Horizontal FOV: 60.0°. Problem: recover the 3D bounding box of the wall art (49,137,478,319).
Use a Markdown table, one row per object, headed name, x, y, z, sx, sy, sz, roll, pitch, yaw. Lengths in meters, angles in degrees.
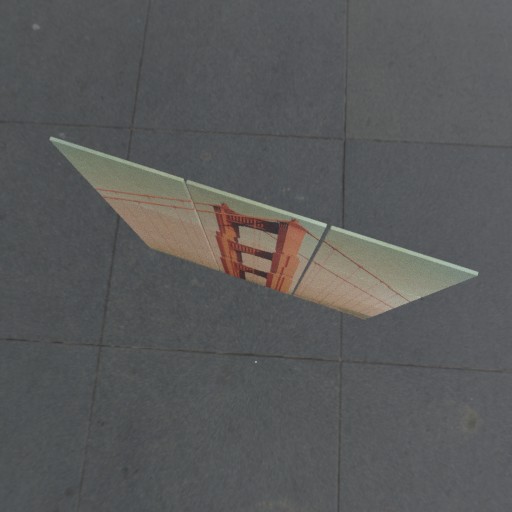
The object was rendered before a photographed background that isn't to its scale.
| name | x | y | z | sx | sy | sz | roll | pitch | yaw |
| --- | --- | --- | --- | --- | --- | --- | --- | --- | --- |
| wall art | 0.000 | 0.000 | 2.232 | 1.517 | 1.523 | 0.013 | 18 | 77 | 4 |
